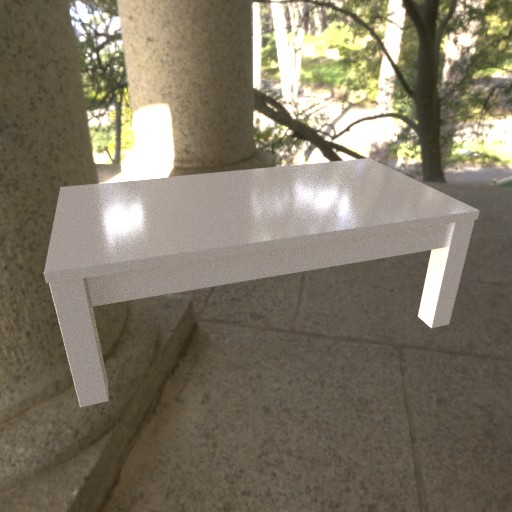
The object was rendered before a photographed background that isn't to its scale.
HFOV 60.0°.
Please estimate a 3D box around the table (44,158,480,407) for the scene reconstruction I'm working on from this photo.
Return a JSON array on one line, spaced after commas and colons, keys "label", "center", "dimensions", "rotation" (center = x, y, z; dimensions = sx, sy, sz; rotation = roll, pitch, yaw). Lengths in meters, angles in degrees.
[{"label": "table", "center": [0.000, 0.000, 1.701], "dimensions": [1.350, 0.470, 0.700], "rotation": [-9, 29, -16]}]
